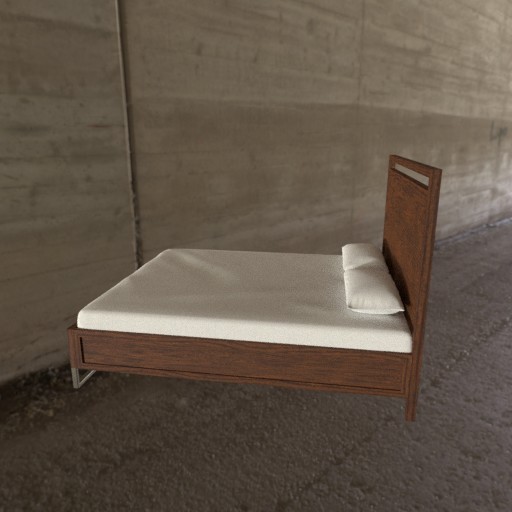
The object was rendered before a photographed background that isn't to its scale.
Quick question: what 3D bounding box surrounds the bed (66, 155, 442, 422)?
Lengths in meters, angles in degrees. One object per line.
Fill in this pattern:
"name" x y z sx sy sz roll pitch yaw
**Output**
"bed" 0.000 0.000 3.467 2.218 1.487 1.765 3 15 9
